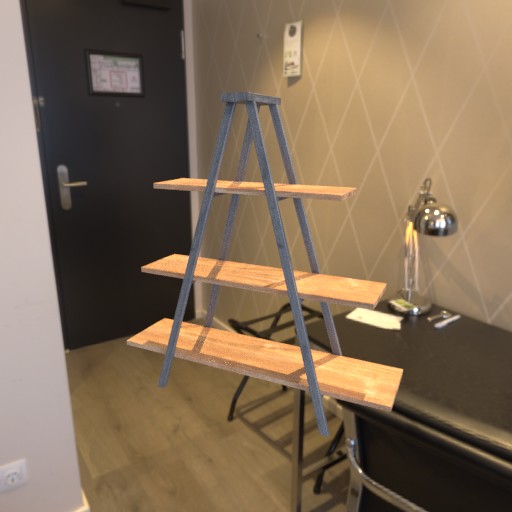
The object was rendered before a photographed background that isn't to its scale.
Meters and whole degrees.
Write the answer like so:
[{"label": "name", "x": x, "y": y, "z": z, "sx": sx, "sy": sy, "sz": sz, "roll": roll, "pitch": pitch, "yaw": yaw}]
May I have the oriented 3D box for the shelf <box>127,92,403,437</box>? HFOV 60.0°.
[{"label": "shelf", "x": 0.000, "y": 0.000, "z": 2.650, "sx": 1.746, "sy": 1.808, "sz": 0.508, "roll": 7, "pitch": 17, "yaw": 25}]
